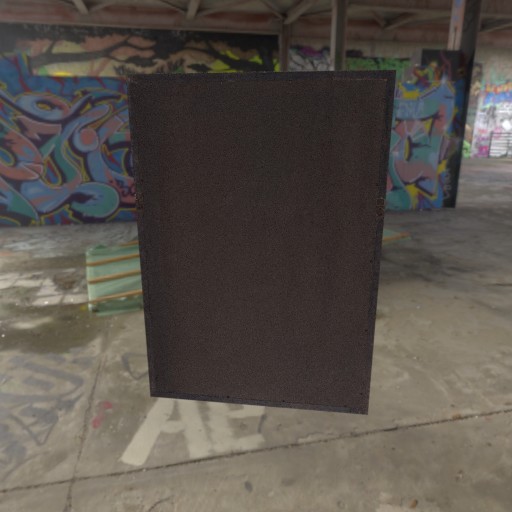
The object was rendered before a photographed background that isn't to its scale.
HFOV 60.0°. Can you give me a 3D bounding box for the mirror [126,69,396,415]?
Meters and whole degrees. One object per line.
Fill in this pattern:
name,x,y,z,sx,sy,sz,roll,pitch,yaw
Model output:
mirror,0.000,0.000,1.292,0.705,0.996,0.025,2,17,8
